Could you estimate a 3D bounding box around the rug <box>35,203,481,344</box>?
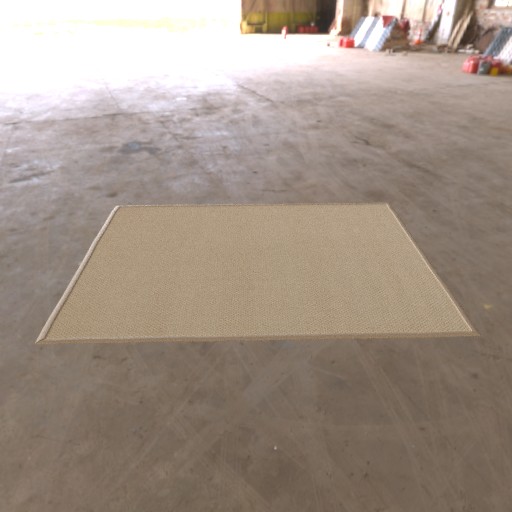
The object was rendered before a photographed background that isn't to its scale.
[{"bbox_3d":[0.000,0.000,2.696,2.081,0.020,1.525,-1,31,-1],"label":"rug"}]
